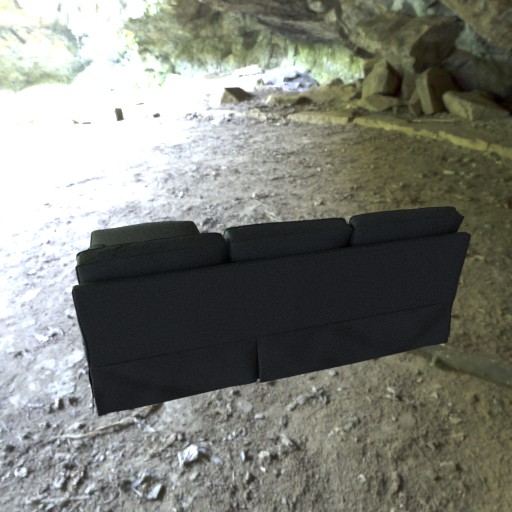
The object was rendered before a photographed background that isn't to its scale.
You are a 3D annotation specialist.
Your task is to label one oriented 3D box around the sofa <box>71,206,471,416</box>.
[{"bbox_3d":[0.000,0.000,3.407,2.518,1.039,1.637,-8,27,-15],"label":"sofa"}]
